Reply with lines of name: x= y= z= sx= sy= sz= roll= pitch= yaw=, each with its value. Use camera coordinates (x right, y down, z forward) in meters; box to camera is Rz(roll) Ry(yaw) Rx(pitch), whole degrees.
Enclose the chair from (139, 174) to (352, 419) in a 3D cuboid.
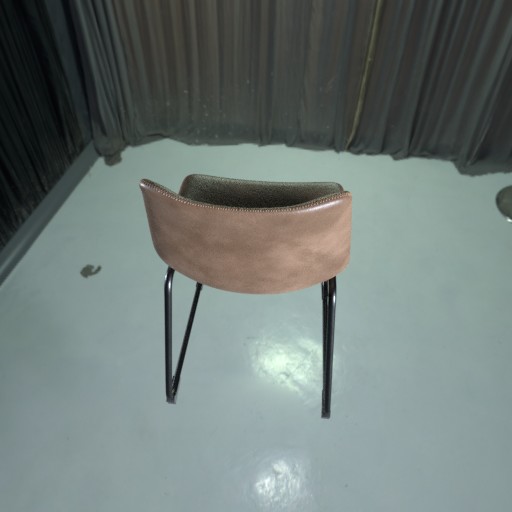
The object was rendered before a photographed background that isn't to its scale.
chair: x=0.000 y=0.000 z=1.132 sx=0.460 sy=0.780 sz=0.551 roll=4 pitch=46 yaw=4
